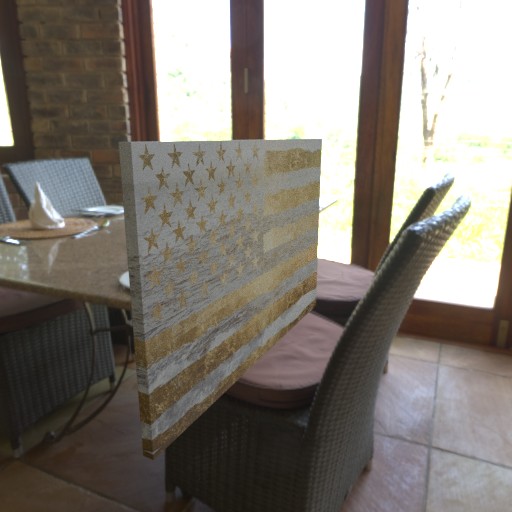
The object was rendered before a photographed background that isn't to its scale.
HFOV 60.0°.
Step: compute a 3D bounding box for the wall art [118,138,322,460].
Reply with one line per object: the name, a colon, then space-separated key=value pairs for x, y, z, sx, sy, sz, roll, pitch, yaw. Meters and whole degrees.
wall art: x=0.000 y=0.000 z=1.202 sx=0.027 sy=0.610 sz=0.932 roll=8 pitch=17 yaw=26
